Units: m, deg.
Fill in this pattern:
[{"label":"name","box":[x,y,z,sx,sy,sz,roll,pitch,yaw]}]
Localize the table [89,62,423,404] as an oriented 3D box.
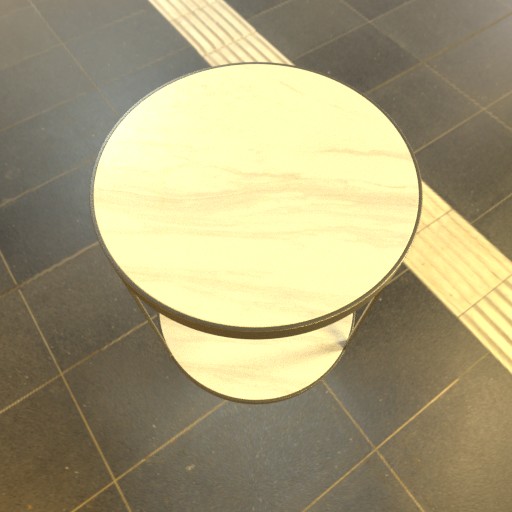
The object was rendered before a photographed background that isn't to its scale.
[{"label":"table","box":[0.000,0.000,0.810,0.445,0.479,0.445,0,62,0]}]
